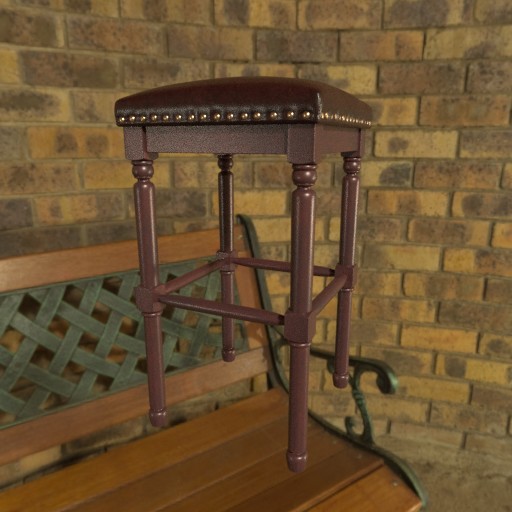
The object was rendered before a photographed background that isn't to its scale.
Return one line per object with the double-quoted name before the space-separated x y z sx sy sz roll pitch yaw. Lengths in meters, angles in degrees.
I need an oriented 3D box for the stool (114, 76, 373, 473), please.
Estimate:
"stool" 0.000 0.000 0.939 0.383 0.702 0.382 7 16 24
